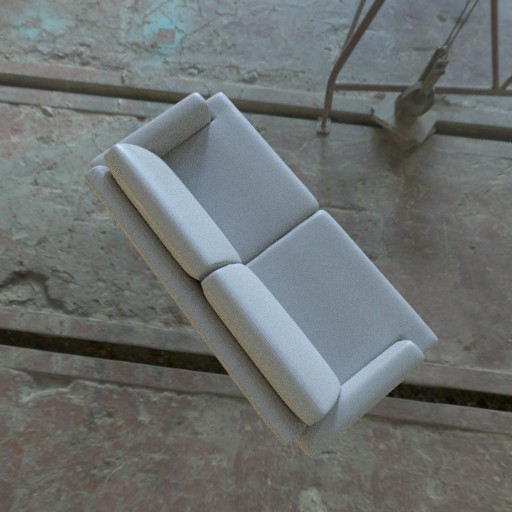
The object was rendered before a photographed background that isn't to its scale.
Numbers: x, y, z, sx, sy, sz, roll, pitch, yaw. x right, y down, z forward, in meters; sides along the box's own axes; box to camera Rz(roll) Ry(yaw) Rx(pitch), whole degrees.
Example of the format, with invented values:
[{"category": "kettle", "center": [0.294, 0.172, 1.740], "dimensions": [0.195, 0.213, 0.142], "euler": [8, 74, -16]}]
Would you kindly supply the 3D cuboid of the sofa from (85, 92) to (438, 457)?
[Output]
[{"category": "sofa", "center": [0.000, 0.000, 2.441], "dimensions": [0.974, 0.765, 1.940], "euler": [-37, 78, -9]}]
